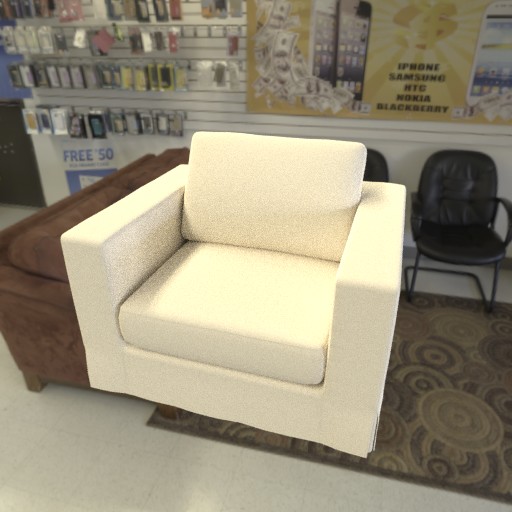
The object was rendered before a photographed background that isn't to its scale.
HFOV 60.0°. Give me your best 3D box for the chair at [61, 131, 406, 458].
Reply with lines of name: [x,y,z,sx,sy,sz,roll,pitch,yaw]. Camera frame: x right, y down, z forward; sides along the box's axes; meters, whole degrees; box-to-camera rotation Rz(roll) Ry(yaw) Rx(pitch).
chair: [0.000,0.000,1.828,1.150,0.878,0.957,8,29,16]
